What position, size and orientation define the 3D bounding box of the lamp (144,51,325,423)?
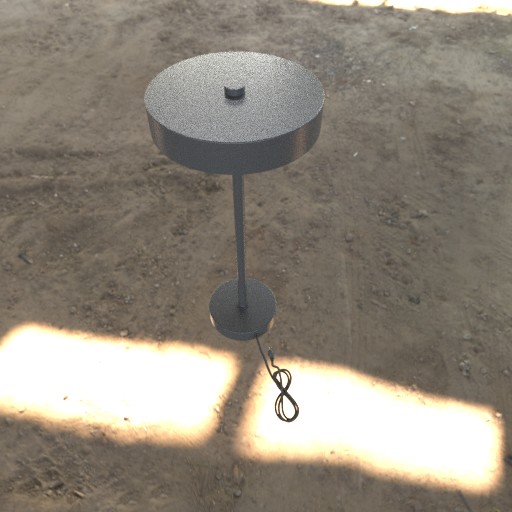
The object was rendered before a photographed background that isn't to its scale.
[{"bbox_3d":[0.000,0.000,0.708,0.229,0.508,0.369,-17,51,-15],"label":"lamp"}]
